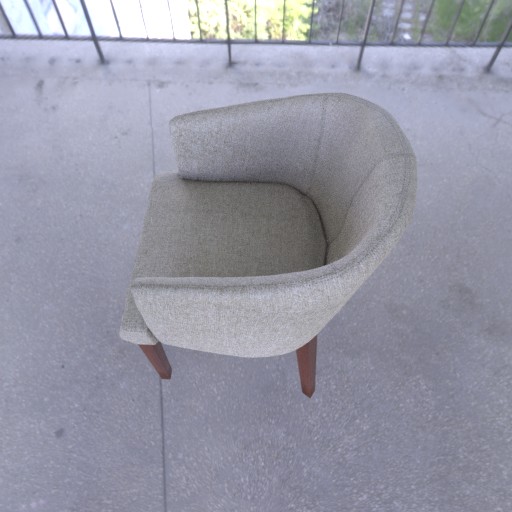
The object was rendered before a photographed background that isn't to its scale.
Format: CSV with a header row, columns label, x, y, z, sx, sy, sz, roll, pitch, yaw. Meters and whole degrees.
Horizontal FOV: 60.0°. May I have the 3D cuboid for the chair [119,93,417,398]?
label,x,y,z,sx,sy,sz,roll,pitch,yaw
chair,0.000,0.000,1.239,0.655,0.811,0.583,3,58,2
